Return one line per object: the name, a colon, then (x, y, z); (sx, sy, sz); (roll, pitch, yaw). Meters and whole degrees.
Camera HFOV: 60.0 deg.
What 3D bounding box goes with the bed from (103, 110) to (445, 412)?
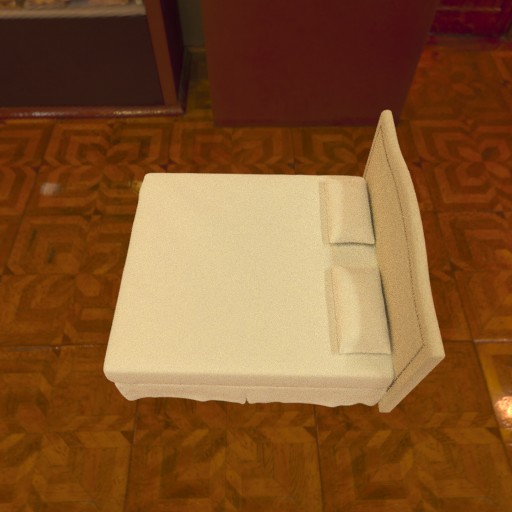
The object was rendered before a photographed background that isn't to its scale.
bed: (0.000, 0.000, 3.549); (2.182, 1.421, 2.083); (1, 57, 1)
